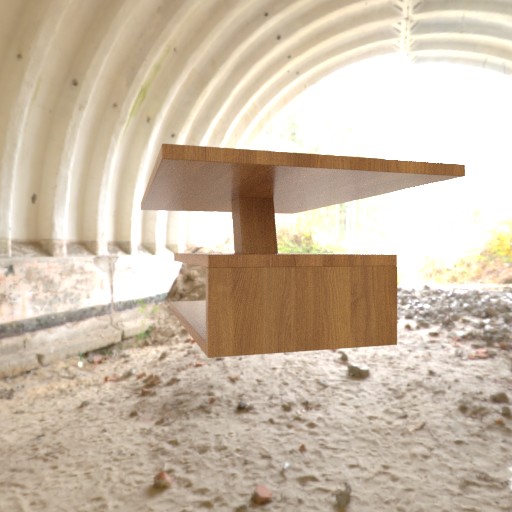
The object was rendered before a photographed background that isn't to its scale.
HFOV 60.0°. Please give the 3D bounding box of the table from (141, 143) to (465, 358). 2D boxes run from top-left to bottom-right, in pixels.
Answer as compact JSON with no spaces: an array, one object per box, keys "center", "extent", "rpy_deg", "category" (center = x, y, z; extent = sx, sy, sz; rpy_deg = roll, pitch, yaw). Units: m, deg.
[{"center":[0.000,0.000,1.471],"extent":[0.700,0.442,1.100],"rpy_deg":[0,1,-17],"category":"table"}]
